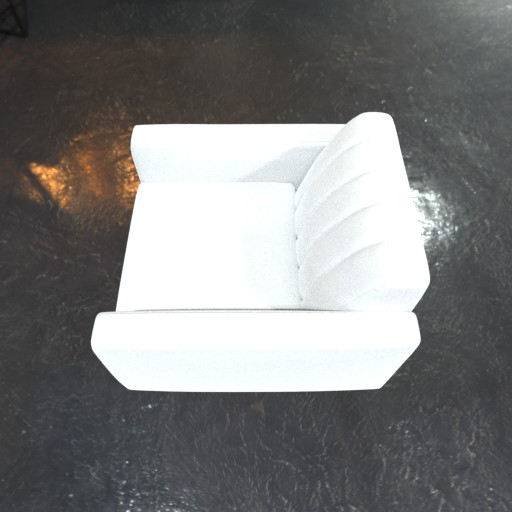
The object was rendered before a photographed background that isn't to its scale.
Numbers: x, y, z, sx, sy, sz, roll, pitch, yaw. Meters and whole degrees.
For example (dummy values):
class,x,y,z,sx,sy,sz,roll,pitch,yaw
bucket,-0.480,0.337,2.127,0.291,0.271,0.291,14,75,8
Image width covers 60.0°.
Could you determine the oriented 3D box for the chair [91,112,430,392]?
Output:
class,x,y,z,sx,sy,sz,roll,pitch,yaw
chair,0.000,0.000,1.703,0.998,0.819,0.953,0,59,0
